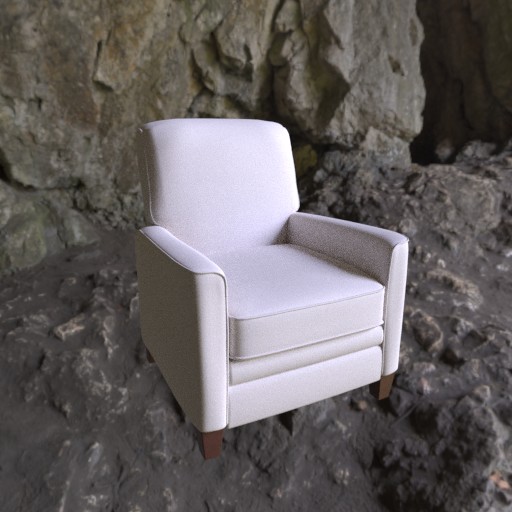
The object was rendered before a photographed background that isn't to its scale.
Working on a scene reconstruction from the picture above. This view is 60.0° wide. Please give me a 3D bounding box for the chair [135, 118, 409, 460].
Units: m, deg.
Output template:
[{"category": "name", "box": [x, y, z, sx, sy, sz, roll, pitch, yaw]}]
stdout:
[{"category": "chair", "box": [0.000, 0.000, 1.712, 0.841, 1.028, 0.858, -8, 18, -26]}]
